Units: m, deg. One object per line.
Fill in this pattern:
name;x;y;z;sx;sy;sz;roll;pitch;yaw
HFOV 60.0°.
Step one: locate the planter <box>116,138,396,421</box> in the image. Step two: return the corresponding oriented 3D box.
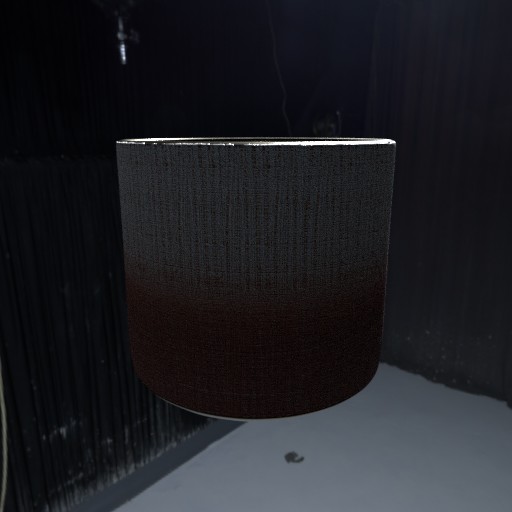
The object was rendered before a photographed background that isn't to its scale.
planter;0.000;0.000;0.309;0.178;0.157;0.178;0;16;0
